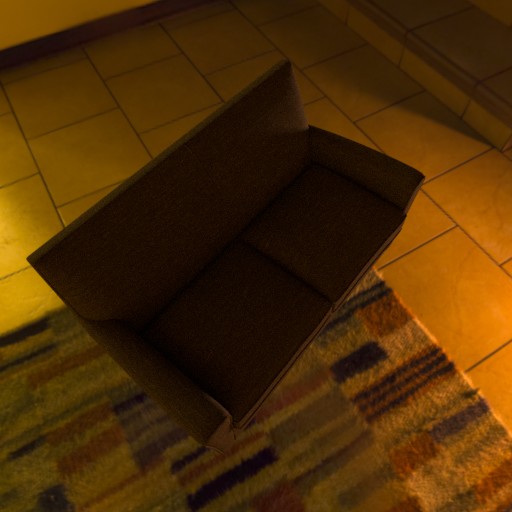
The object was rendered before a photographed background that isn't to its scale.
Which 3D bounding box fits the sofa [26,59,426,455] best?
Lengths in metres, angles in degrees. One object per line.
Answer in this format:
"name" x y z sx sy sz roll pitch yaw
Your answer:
"sofa" 0.000 0.000 2.024 0.867 0.905 1.509 35 64 20
